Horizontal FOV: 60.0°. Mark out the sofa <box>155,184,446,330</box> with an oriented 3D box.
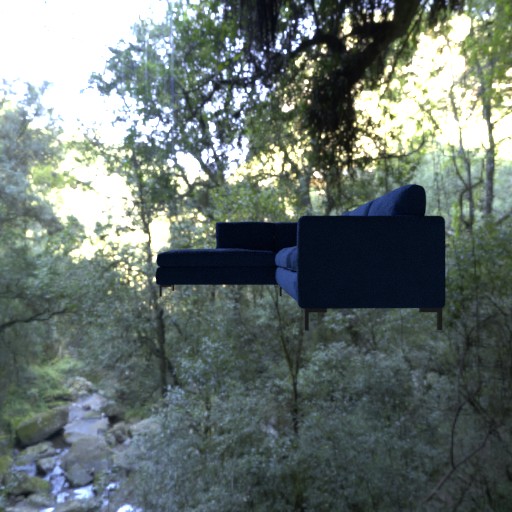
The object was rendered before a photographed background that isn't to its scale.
[{"bbox_3d":[0.000,0.000,3.811,2.007,0.815,2.949,0,0,-1],"label":"sofa"}]
